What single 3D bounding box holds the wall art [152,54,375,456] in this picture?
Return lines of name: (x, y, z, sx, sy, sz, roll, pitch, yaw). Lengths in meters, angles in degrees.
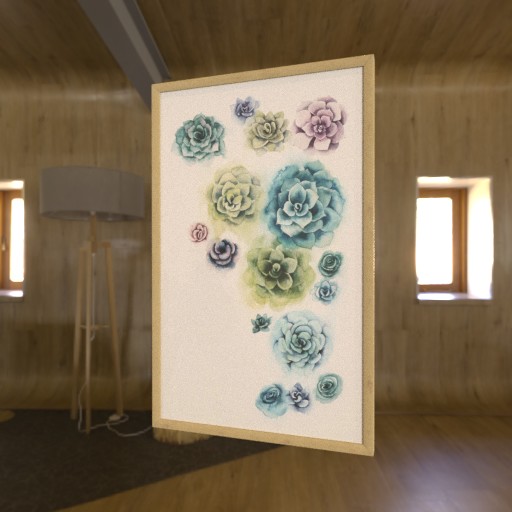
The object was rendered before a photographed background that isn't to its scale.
wall art: (0.000, 0.000, 0.985, 0.510, 0.810, 0.039, 0, 0, 18)
